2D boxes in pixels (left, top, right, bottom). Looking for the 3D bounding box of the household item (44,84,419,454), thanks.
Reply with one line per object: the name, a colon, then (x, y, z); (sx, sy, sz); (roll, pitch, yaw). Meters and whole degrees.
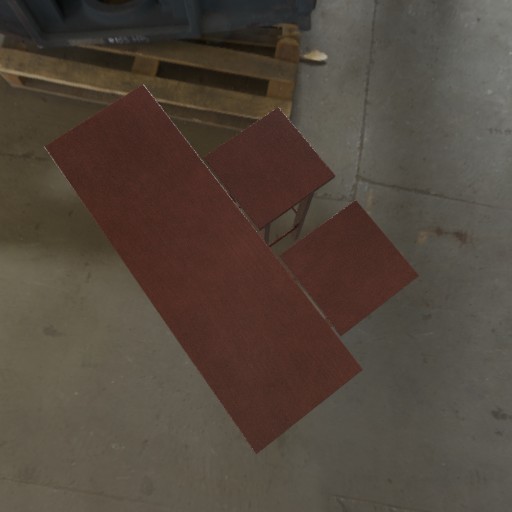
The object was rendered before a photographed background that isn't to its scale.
household item: (0.000, 0.000, 1.619); (0.676, 1.067, 0.914); (-36, 80, -8)
